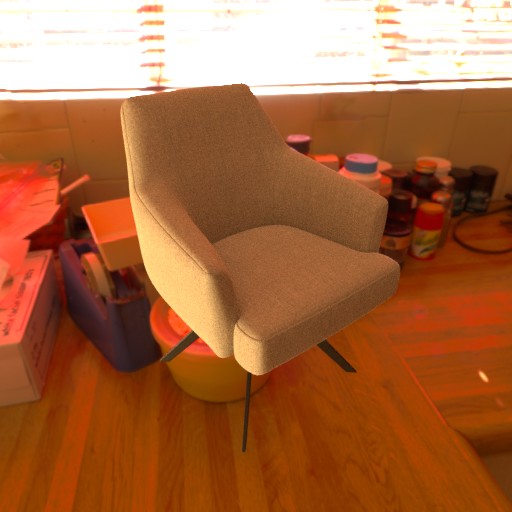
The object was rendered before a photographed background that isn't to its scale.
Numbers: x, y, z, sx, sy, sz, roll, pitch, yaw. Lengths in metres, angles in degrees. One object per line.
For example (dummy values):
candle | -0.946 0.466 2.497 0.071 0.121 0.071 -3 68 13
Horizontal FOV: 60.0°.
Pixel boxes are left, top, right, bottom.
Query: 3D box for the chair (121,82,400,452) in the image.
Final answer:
chair | 0.000 0.000 1.322 0.642 0.874 0.677 -22 37 -34
